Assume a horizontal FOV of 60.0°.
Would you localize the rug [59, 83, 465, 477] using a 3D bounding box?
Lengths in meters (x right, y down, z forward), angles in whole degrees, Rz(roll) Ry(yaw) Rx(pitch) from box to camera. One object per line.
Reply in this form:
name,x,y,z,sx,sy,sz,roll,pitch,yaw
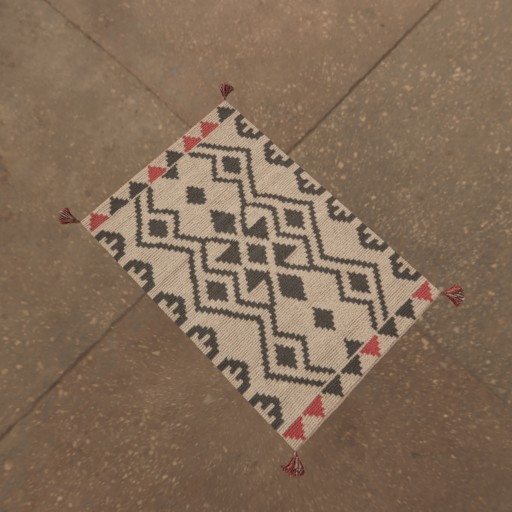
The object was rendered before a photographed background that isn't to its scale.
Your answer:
rug,0.000,0.000,2.624,1.444,0.067,2.069,-44,79,-11
